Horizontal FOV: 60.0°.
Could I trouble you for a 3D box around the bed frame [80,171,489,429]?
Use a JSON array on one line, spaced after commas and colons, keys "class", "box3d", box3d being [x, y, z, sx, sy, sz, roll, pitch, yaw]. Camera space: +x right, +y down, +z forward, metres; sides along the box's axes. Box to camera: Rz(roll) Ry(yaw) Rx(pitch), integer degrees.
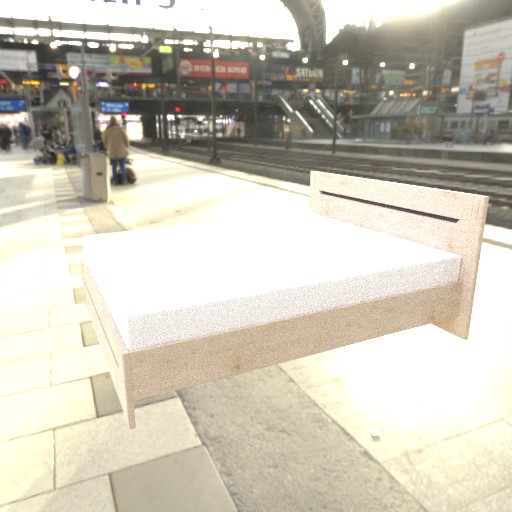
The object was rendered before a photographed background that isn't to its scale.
[{"class": "bed frame", "box3d": [0.000, 0.000, 2.982, 2.080, 0.900, 1.800, -8, 18, -26]}]
